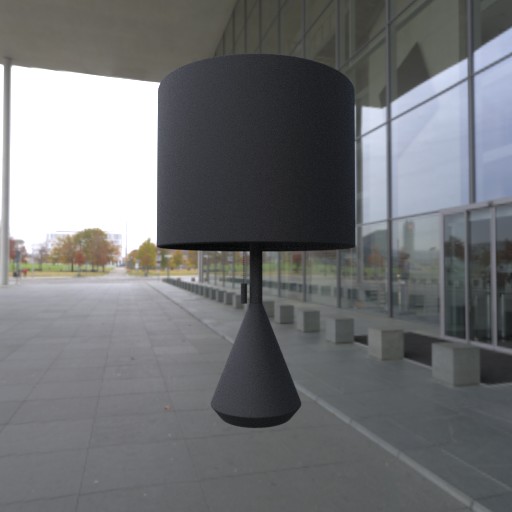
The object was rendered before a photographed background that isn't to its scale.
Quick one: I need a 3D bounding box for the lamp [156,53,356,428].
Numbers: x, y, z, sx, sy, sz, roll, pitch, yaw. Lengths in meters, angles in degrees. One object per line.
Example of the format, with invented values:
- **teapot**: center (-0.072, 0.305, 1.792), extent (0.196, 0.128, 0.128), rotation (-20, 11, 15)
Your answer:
- **lamp**: center (0.000, 0.000, 0.818), extent (0.359, 0.584, 0.359), rotation (0, -2, -1)
